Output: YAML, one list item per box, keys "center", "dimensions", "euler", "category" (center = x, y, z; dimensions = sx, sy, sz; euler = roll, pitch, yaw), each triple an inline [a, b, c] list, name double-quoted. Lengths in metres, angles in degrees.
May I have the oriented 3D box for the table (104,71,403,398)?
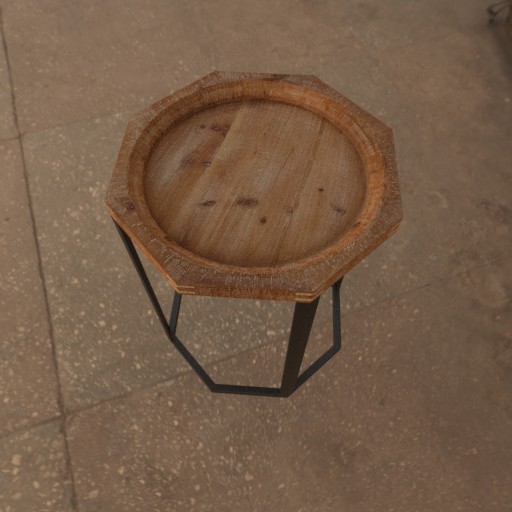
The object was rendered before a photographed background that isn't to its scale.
- center: [0.000, 0.000, 0.901]
  dimensions: [0.458, 0.543, 0.458]
  euler: [-16, 60, -9]
  category: "table"
